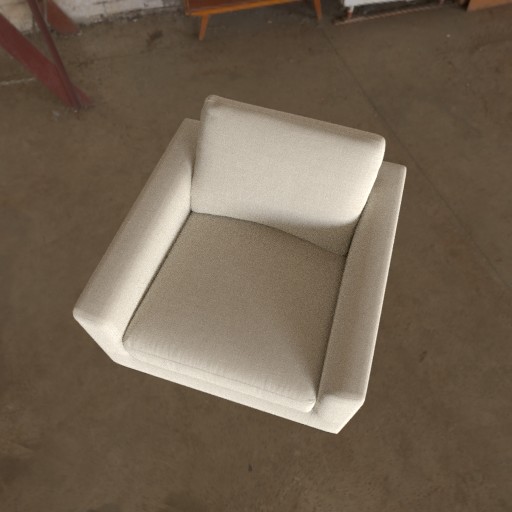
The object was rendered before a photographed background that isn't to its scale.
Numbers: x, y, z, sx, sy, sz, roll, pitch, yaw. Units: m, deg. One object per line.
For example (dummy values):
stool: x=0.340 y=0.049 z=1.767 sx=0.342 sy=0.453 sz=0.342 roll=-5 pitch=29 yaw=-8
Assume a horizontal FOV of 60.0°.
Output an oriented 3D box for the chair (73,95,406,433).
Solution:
chair: x=0.000 y=0.000 z=1.912 sx=1.070 sy=0.876 sz=1.100 roll=15 pitch=59 yaw=9
